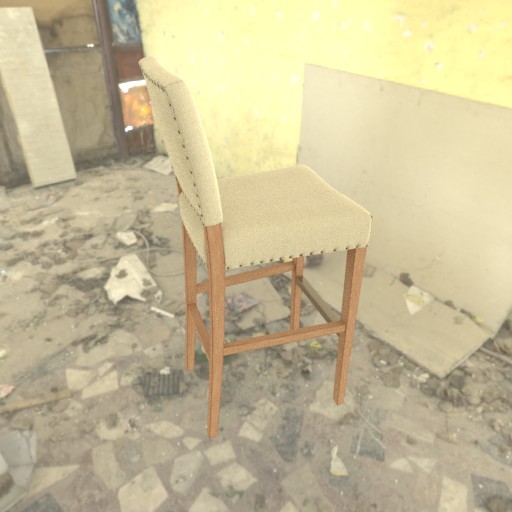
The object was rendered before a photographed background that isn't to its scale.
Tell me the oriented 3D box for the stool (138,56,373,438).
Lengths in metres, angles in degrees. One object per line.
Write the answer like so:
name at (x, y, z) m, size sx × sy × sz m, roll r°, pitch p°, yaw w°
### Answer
stool at (0.000, 0.000, 1.407) m, size 0.546 × 1.143 × 0.428 m, roll -11°, pitch 34°, yaw -18°
